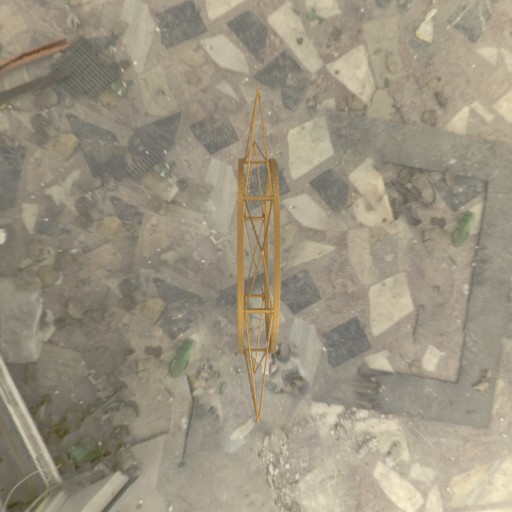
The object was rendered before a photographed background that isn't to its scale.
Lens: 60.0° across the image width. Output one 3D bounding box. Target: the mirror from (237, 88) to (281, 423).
[{"bbox_3d":[0.000,0.000,0.803,0.062,0.581,0.498,0,89,-1],"label":"mirror"}]
